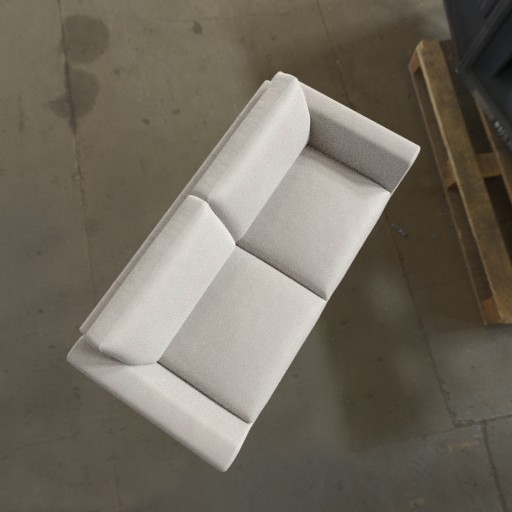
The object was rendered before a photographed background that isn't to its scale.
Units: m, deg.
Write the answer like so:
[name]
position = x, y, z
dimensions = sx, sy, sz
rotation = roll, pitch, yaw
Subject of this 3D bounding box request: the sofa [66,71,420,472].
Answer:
[sofa]
position = 0.000, 0.000, 2.494
dimensions = 0.953, 0.875, 2.017
rotation = 32, 76, 9
